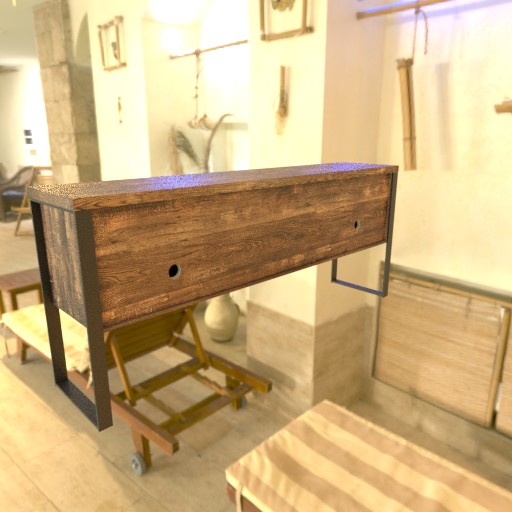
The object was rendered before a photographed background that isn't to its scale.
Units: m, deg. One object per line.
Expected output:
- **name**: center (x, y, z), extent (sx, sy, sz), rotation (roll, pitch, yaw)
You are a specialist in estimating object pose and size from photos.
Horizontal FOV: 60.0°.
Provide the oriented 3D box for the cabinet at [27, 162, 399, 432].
- **cabinet**: center (0.000, 0.000, 2.076), extent (1.800, 0.762, 0.395), rotation (-15, 21, -42)
